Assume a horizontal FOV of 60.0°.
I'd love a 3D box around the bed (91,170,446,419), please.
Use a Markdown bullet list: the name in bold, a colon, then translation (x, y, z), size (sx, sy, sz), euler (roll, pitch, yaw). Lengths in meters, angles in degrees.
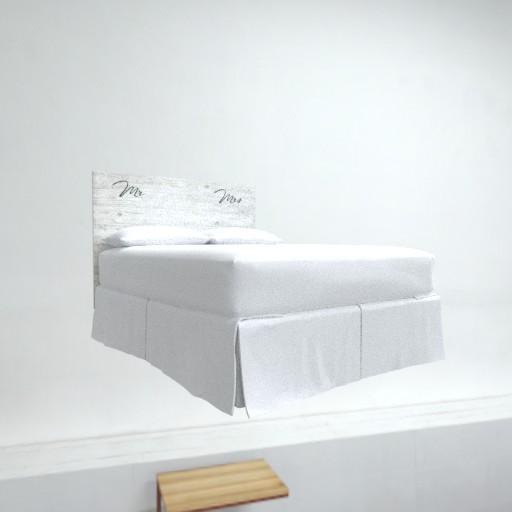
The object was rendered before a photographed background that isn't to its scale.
- **bed**: translation (0.000, 0.000, 3.200), size (1.745, 1.335, 2.094), euler (-1, 2, -37)
